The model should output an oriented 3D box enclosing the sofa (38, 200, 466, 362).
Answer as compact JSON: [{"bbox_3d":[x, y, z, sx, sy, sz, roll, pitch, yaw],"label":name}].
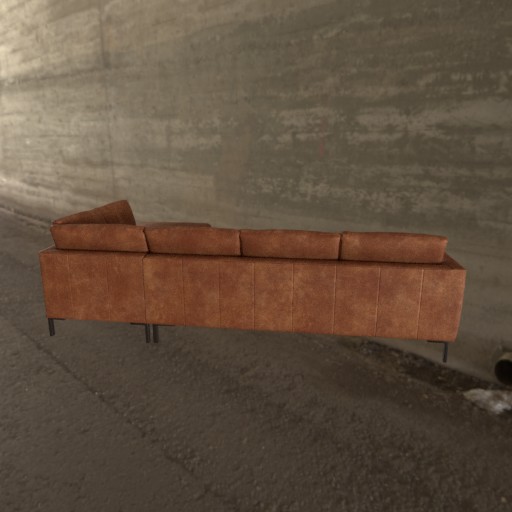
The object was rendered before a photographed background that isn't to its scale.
[{"bbox_3d":[0.000,0.000,3.962,2.984,0.877,1.938,2,15,8],"label":"sofa"}]
